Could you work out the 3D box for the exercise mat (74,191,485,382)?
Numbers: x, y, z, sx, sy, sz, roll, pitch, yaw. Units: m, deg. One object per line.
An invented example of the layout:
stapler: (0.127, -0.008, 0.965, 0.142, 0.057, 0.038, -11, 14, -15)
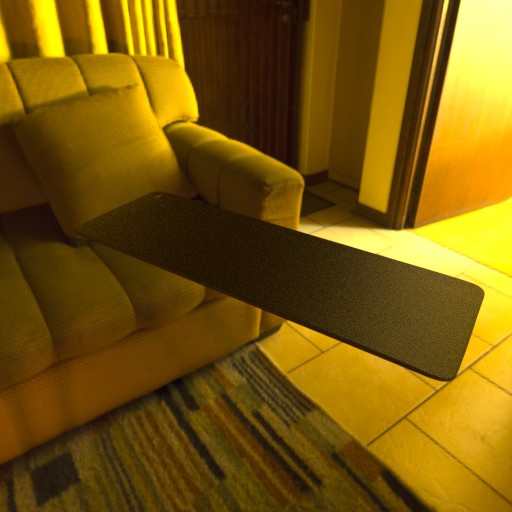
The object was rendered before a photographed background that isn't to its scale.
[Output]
exercise mat: (0.000, 0.000, 2.030, 1.869, 0.021, 0.616, 19, 36, 28)
